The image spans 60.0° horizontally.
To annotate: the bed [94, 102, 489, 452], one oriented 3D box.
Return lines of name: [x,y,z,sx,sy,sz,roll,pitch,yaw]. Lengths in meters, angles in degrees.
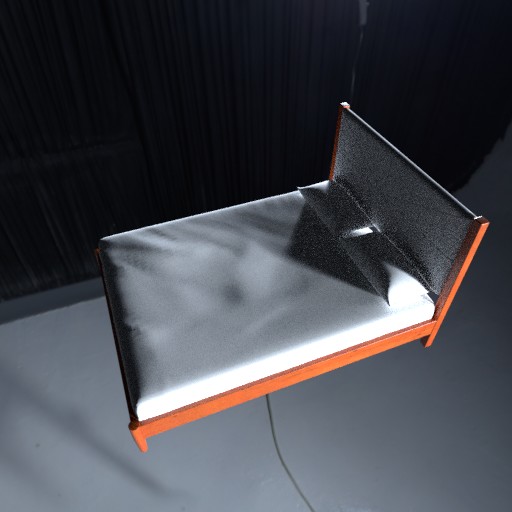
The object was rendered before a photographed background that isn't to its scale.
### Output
bed: [0.000,0.000,3.050,2.117,1.165,1.566,-15,46,-15]
